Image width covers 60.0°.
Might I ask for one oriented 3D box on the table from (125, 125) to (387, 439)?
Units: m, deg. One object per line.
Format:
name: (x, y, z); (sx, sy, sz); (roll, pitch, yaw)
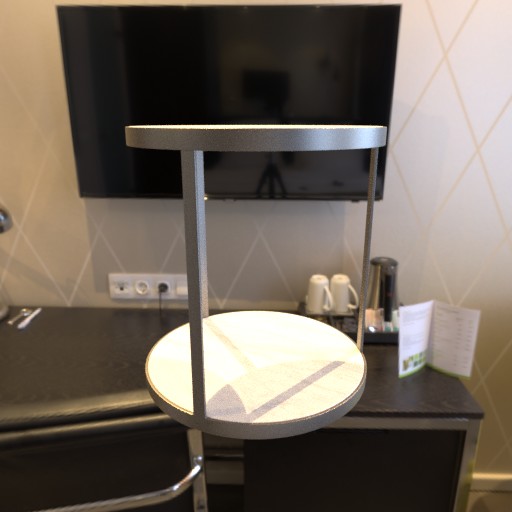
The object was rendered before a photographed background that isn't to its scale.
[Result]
table: (0.000, 0.000, 0.852); (0.445, 0.479, 0.445); (0, 17, 0)
